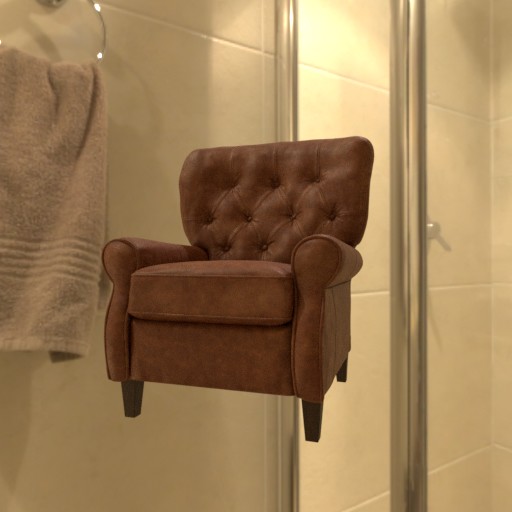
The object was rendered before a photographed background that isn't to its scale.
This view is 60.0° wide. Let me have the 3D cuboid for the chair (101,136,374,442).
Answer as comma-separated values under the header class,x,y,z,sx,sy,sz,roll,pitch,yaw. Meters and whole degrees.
class,x,y,z,sx,sy,sz,roll,pitch,yaw
chair,0.000,0.000,1.903,0.951,1.164,1.059,0,0,19
